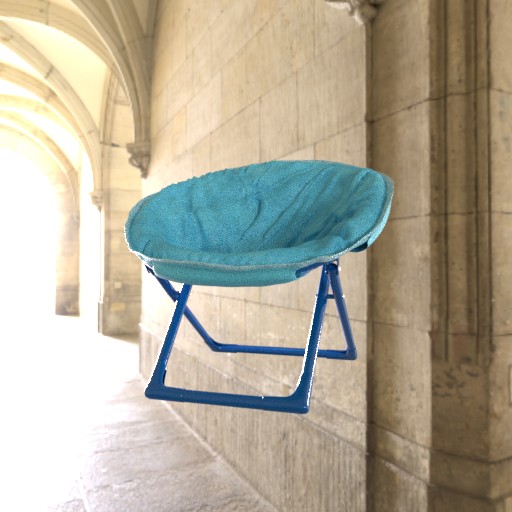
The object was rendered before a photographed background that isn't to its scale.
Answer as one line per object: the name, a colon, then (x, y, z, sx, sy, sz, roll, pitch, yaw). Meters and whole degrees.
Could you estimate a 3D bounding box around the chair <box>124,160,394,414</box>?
chair: (0.000, 0.000, 0.875, 0.520, 0.478, 0.465, 0, -1, 17)
